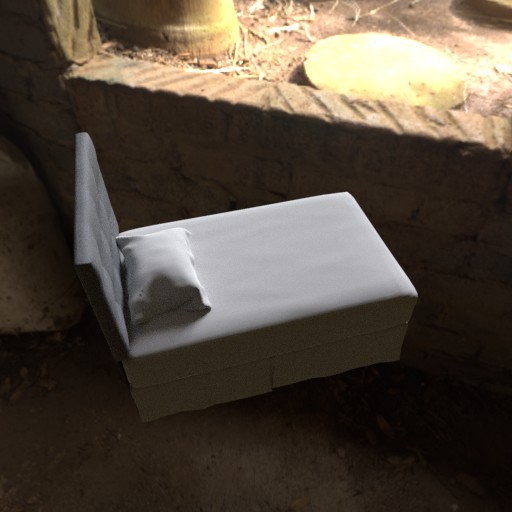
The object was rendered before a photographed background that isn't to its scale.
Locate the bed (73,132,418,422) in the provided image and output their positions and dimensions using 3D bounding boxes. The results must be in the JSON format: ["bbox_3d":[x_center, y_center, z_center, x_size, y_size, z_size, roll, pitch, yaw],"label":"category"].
[{"bbox_3d":[0.000,0.000,3.048,1.997,1.571,1.261,-11,47,-11],"label":"bed"}]
